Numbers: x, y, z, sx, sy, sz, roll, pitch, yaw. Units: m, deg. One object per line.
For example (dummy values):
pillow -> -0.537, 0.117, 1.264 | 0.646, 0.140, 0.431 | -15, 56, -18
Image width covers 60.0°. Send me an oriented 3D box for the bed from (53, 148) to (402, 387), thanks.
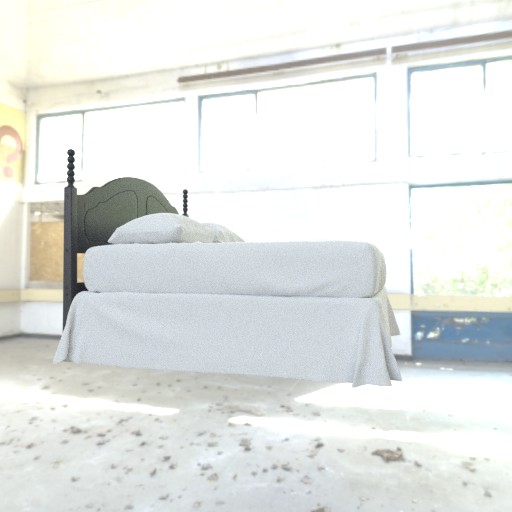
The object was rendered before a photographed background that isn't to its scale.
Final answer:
bed -> 0.000, 0.000, 3.288 | 2.040, 1.356, 1.873 | 0, -1, 18
